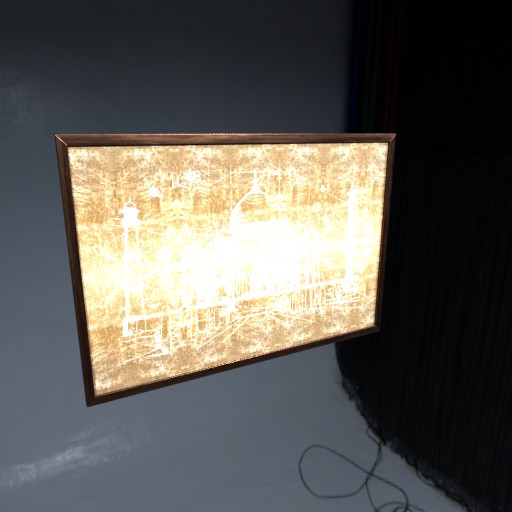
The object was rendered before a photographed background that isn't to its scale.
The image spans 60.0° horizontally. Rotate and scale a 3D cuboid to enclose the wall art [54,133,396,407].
[{"bbox_3d":[0.000,0.000,1.053,0.816,0.559,0.014,-8,17,-26],"label":"wall art"}]
